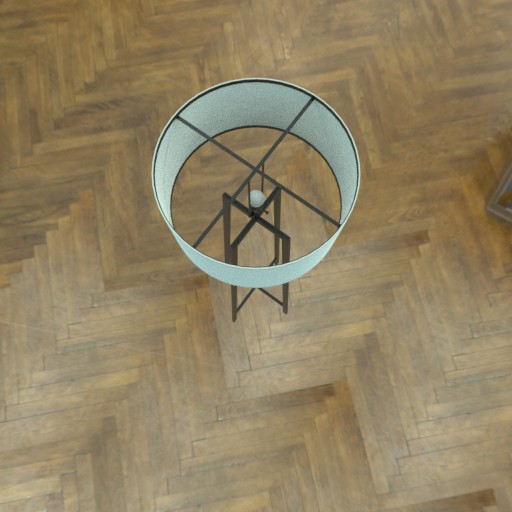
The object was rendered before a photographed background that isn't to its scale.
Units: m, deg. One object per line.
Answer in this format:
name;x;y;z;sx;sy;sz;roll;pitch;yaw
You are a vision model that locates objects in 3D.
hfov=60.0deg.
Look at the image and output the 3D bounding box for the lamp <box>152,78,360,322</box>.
lamp;0.000;0.000;1.703;0.456;1.510;0.457;35;78;9
